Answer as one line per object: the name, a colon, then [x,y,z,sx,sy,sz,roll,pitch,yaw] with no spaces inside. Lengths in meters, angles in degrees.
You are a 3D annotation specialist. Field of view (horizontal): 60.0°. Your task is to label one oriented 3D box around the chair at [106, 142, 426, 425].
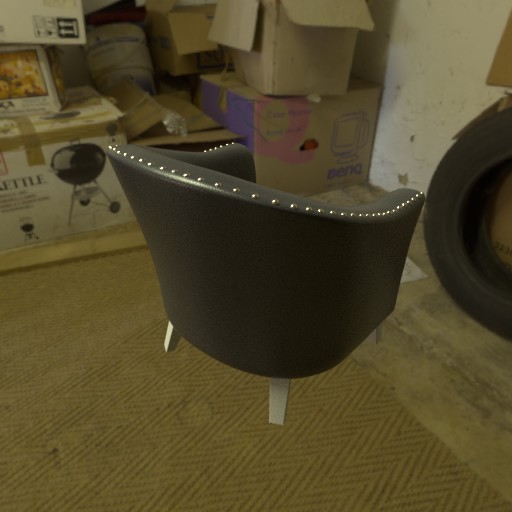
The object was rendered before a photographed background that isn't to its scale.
chair: [0.000,0.000,1.446,0.794,0.823,0.748,23,39,33]
